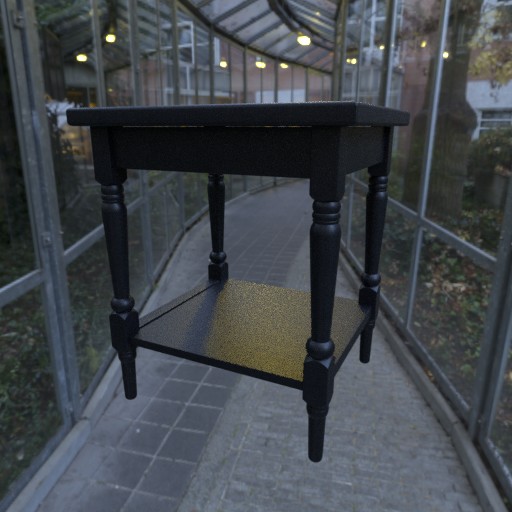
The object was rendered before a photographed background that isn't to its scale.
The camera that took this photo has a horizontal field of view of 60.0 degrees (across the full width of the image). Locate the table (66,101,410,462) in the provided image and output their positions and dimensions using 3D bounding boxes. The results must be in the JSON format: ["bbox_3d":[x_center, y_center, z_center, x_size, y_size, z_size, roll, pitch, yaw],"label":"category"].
[{"bbox_3d":[0.000,0.000,0.900,0.488,0.565,0.442,8,18,25],"label":"table"}]
